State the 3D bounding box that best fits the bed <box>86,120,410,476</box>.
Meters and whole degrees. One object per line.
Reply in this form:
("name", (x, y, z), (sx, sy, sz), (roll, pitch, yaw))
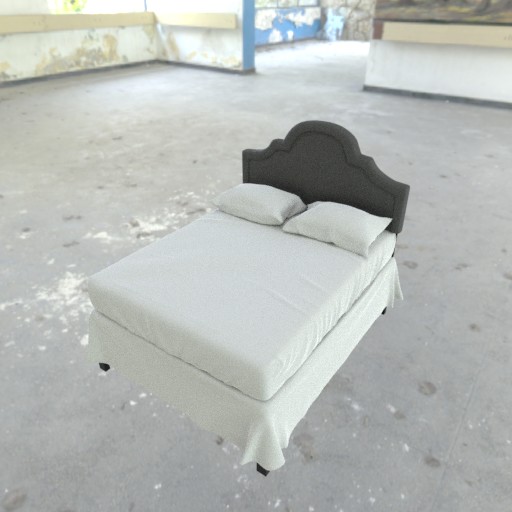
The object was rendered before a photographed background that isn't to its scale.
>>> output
("bed", (0.000, 0.000, 3.366), (1.780, 1.634, 2.222), (20, 36, 30))
